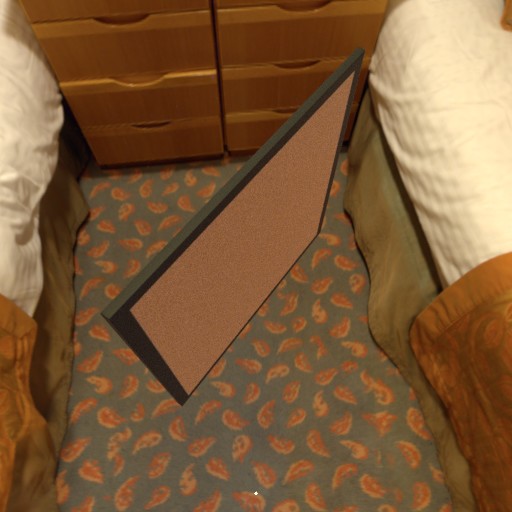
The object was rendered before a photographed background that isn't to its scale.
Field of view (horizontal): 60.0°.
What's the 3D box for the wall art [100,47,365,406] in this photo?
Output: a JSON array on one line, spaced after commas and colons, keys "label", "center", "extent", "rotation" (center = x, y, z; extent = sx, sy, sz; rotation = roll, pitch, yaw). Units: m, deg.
[{"label": "wall art", "center": [0.000, 0.000, 0.993], "extent": [0.016, 0.659, 0.663], "rotation": [33, 67, 16]}]
